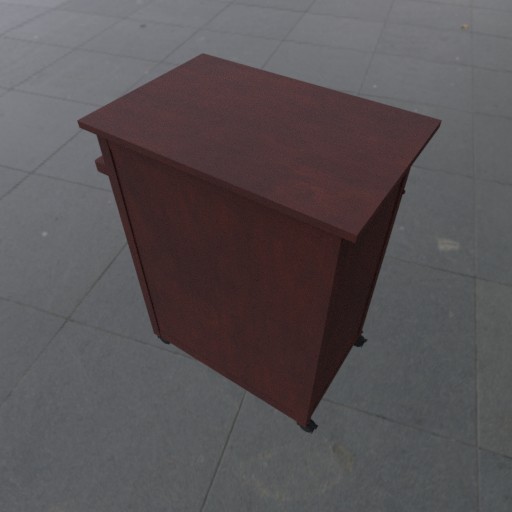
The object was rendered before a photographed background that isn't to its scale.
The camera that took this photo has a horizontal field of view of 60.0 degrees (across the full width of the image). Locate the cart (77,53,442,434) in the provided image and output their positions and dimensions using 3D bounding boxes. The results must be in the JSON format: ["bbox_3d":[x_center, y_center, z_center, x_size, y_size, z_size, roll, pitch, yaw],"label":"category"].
[{"bbox_3d":[0.000,0.000,1.283,0.683,0.864,0.442,25,51,23],"label":"cart"}]
